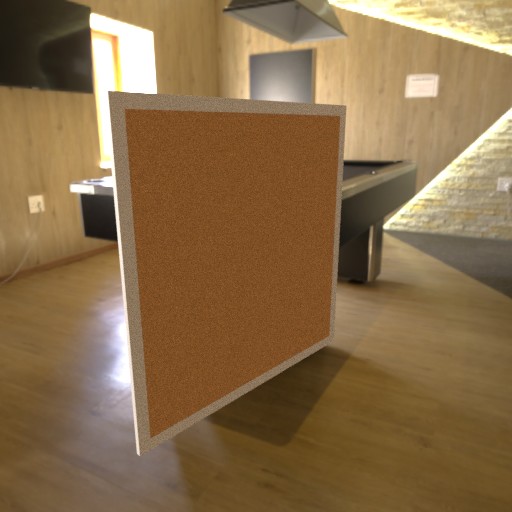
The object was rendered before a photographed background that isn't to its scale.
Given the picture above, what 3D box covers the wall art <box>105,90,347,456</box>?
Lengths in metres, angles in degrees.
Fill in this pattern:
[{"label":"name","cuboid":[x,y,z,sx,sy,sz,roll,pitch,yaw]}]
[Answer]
[{"label":"wall art","cuboid":[0.000,0.000,0.840,0.009,0.559,0.558,15,22,41]}]
